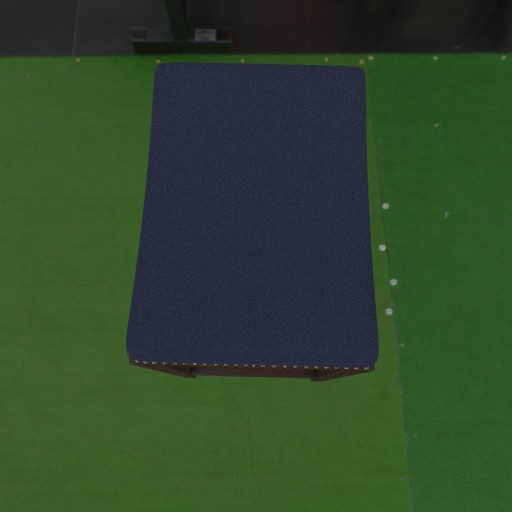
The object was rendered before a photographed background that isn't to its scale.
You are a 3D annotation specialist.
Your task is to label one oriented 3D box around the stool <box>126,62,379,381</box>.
[{"bbox_3d":[0.000,0.000,0.945,0.361,0.642,0.500,1,74,0],"label":"stool"}]
